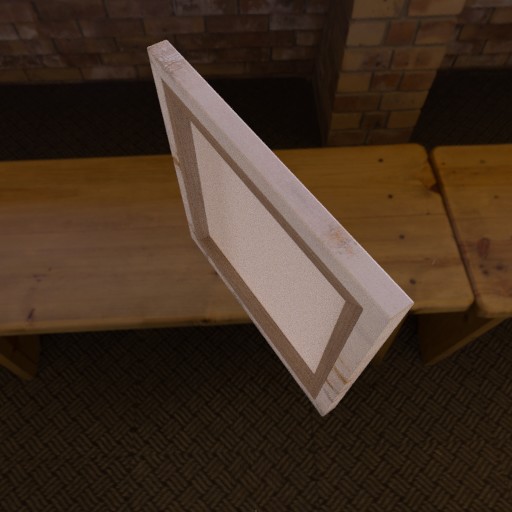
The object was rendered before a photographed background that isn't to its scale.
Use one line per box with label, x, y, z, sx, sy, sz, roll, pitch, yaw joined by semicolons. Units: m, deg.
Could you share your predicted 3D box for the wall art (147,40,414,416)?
wall art;0.000;0.000;0.913;0.040;0.613;0.611;-31;65;-16
